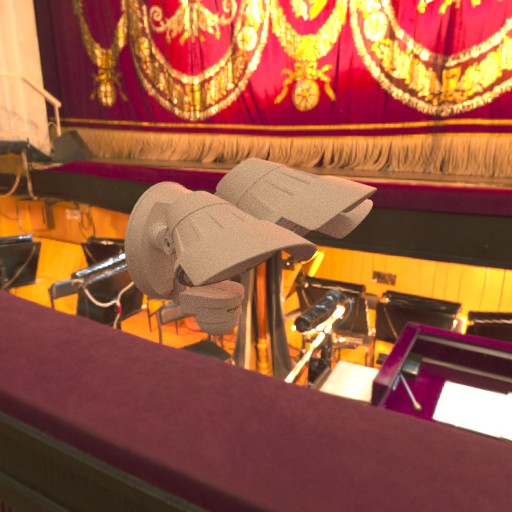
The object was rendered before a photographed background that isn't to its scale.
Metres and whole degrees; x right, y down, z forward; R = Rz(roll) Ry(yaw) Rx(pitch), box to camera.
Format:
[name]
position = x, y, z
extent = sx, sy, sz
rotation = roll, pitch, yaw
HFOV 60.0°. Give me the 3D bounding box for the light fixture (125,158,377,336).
[light fixture]
position = 0.000, 0.000, 0.548
extent = 0.278, 0.237, 0.369
rotation = 8, 18, 27
